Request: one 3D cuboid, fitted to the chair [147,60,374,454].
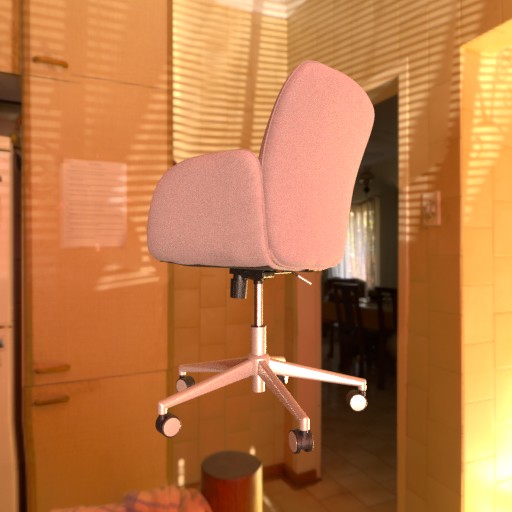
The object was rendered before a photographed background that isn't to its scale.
[{"bbox_3d":[0.000,0.000,1.379,0.654,0.959,0.648,0,0,34],"label":"chair"}]
